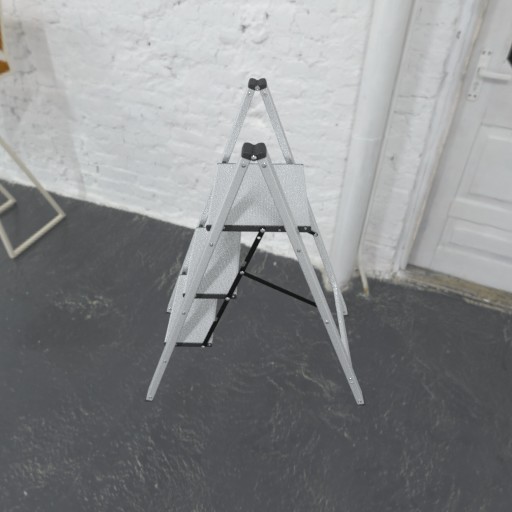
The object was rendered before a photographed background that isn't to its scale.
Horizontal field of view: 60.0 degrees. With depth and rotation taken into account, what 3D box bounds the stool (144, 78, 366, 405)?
[{"bbox_3d":[0.000,0.000,1.332,0.730,0.902,0.441,1,40,1],"label":"stool"}]
